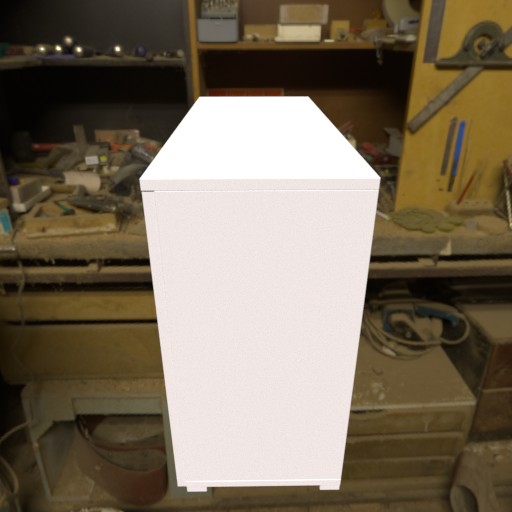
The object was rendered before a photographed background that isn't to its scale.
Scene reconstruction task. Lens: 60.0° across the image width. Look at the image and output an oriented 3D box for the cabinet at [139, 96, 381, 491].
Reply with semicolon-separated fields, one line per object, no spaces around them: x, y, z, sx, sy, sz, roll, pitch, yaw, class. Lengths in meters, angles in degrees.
0.000;0.000;1.361;0.400;0.800;1.000;0;27;-1;cabinet
